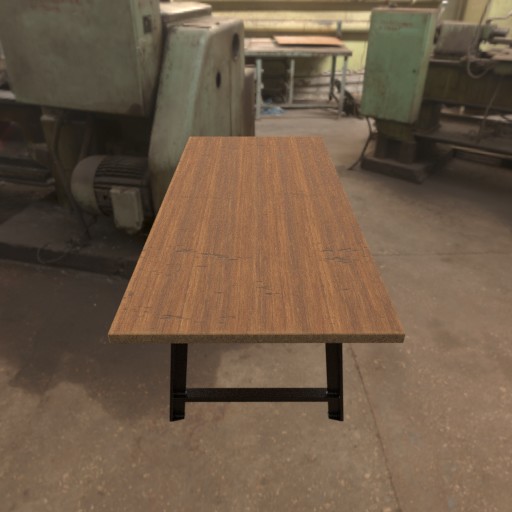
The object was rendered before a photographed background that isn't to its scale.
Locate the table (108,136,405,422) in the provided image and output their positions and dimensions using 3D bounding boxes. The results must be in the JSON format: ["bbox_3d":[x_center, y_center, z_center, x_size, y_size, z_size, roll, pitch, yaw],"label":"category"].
[{"bbox_3d":[0.000,0.000,2.615,1.000,0.757,2.200,0,32,0],"label":"table"}]
